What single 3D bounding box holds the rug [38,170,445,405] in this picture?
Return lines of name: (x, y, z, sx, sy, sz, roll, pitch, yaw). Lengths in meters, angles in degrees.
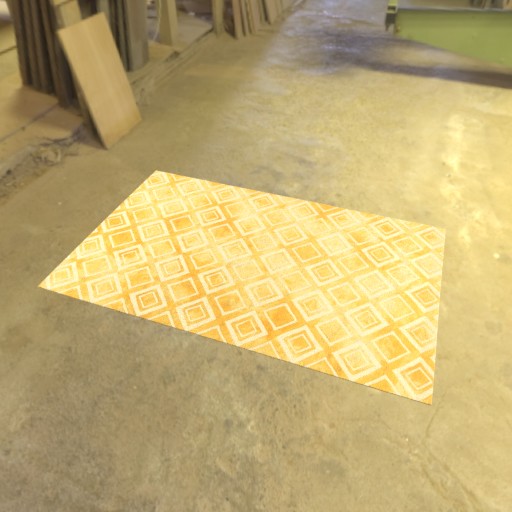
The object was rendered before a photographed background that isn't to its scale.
rug: (0.000, 0.000, 3.050, 2.424, 0.010, 1.511, 14, 44, 15)
